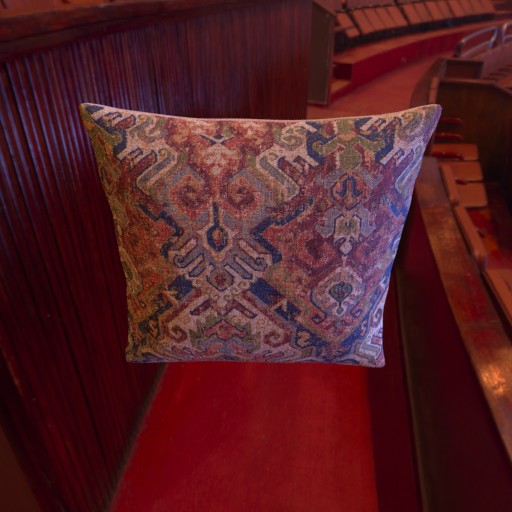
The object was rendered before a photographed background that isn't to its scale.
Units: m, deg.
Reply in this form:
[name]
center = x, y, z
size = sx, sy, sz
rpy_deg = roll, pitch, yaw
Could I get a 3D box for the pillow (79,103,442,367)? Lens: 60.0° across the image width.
[pillow]
center = 0.000, 0.000, 0.760
size = 0.523, 0.506, 0.166
rpy_deg = 1, 32, 1
